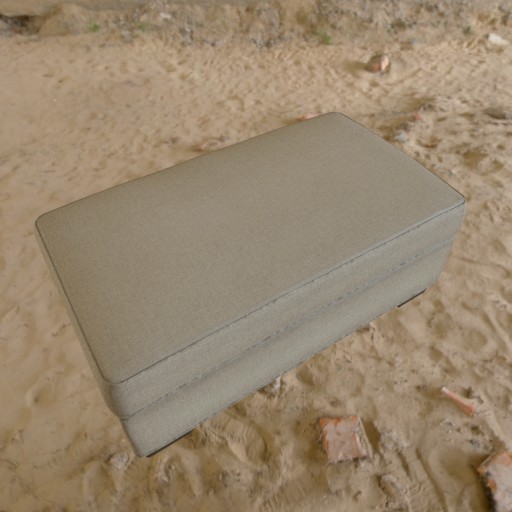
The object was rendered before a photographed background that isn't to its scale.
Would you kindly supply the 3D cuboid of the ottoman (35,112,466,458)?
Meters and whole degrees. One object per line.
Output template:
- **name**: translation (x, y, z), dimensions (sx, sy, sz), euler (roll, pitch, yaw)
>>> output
- **ottoman**: translation (0.000, 0.000, 1.367), dimensions (1.097, 0.461, 0.617), euler (-25, 52, -21)
